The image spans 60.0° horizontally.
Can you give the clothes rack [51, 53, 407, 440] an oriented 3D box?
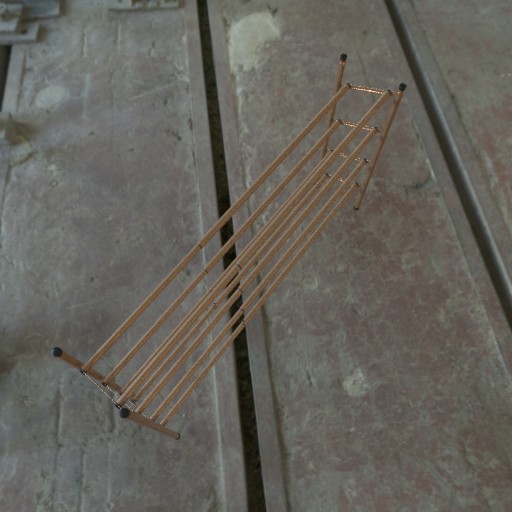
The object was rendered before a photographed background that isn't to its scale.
[{"bbox_3d":[0.000,0.000,1.425,0.229,0.672,1.168,35,69,15],"label":"clothes rack"}]
